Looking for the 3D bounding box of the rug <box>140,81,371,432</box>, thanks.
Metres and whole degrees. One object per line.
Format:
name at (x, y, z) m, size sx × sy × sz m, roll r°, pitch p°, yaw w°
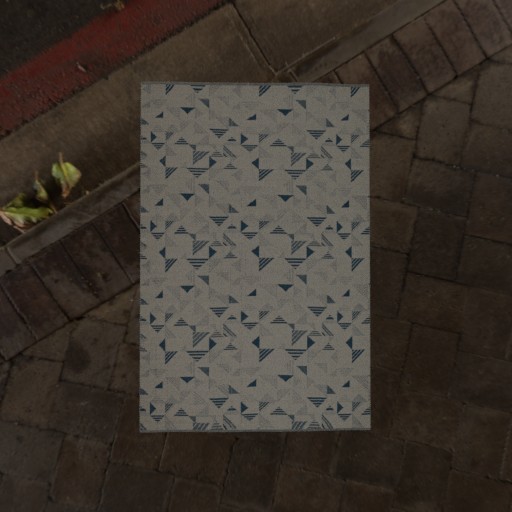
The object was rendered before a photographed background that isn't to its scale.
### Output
rug at (0.000, 0.000, 2.327) m, size 1.206 × 0.003 × 1.835 m, roll 0°, pitch 89°, yaw -2°
